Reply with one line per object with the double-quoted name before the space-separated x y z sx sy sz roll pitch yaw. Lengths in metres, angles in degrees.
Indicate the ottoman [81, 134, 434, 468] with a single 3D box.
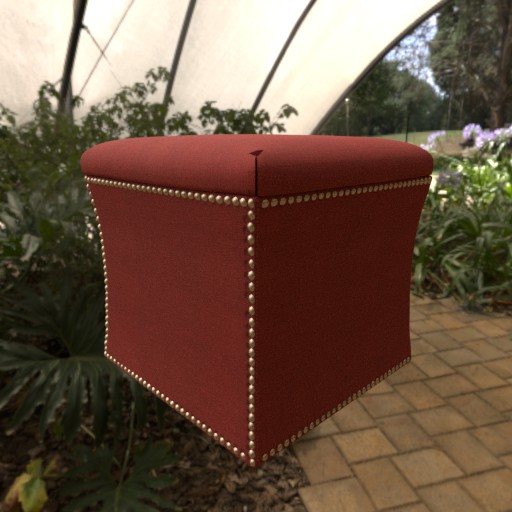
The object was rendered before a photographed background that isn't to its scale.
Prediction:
"ottoman" 0.000 0.000 0.895 0.497 0.475 0.507 -14 20 -42
